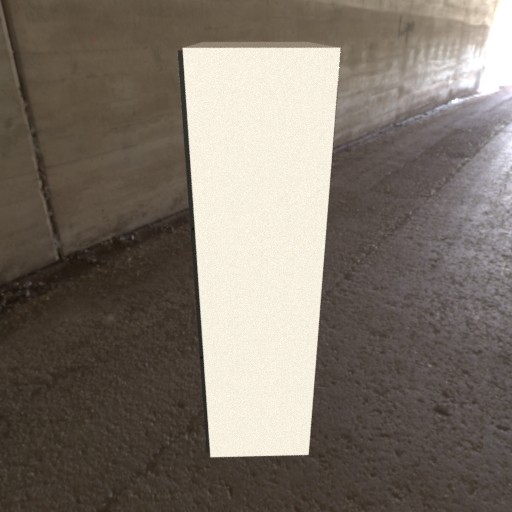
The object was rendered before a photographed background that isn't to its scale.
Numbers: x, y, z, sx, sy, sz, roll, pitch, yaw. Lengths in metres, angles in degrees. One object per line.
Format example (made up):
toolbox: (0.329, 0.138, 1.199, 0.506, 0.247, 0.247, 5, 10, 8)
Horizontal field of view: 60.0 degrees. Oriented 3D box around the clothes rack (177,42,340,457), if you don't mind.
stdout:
clothes rack: (0.000, 0.000, 1.377, 0.330, 1.187, 0.500, -1, 27, -1)
